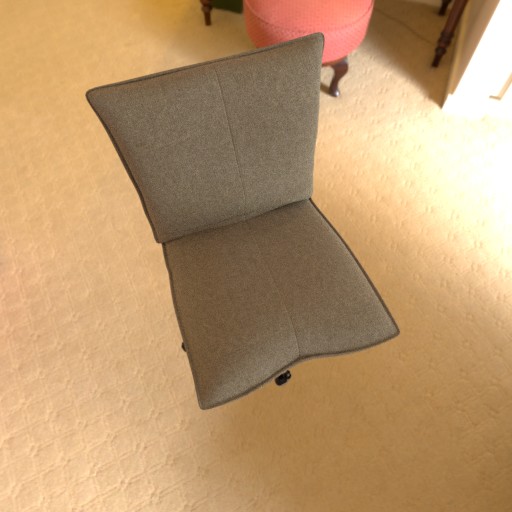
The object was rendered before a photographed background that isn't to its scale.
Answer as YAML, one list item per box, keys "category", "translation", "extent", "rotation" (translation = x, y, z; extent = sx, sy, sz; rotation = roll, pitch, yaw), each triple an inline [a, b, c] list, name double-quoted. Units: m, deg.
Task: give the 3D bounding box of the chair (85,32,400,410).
- category: "chair"
  translation: [0.000, 0.000, 1.252]
  extent: [0.597, 0.811, 0.696]
  rotation: [-17, 63, -9]
